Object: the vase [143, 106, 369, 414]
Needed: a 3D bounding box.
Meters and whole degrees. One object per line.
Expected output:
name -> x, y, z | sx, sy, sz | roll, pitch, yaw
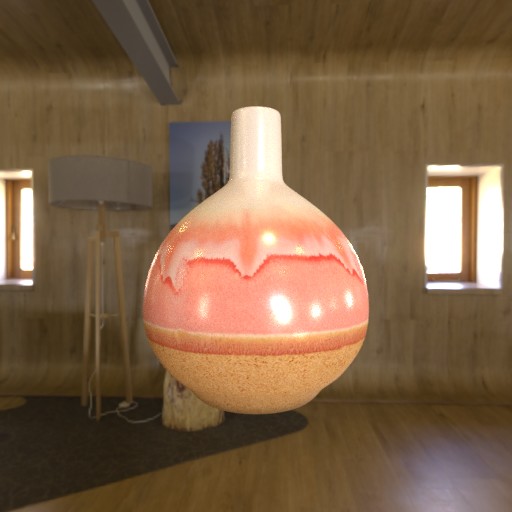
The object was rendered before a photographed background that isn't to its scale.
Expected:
vase -> 0.000, 0.000, 0.276 | 0.137, 0.176, 0.137 | 0, 1, 0
